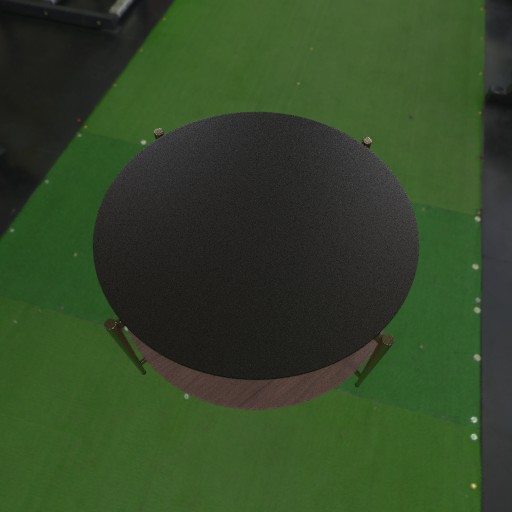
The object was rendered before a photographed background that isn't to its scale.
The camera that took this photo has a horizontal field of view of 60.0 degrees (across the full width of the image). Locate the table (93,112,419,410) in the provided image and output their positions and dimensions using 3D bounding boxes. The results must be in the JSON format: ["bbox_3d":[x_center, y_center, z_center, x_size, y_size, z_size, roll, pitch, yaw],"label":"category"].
[{"bbox_3d":[0.000,0.000,1.466,0.938,0.400,0.938,16,59,10],"label":"table"}]
